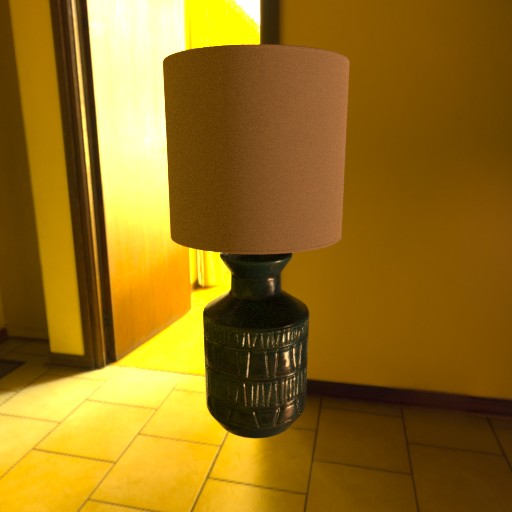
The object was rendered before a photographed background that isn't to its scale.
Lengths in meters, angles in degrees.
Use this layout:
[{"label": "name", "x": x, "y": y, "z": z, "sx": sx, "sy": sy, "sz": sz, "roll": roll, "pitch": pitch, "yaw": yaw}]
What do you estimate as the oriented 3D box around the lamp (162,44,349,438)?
[{"label": "lamp", "x": 0.000, "y": 0.000, "z": 0.565, "sx": 0.211, "sy": 0.455, "sz": 0.211, "roll": -2, "pitch": 14, "yaw": -7}]
